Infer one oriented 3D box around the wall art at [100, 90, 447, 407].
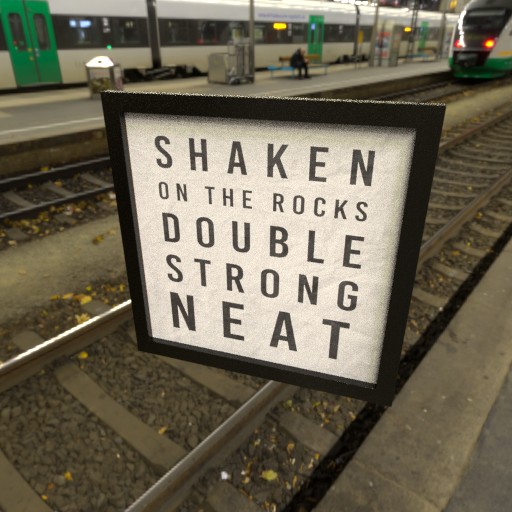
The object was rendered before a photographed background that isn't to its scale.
[{"bbox_3d":[0.000,0.000,0.513,0.349,0.349,0.014,8,28,16],"label":"wall art"}]
